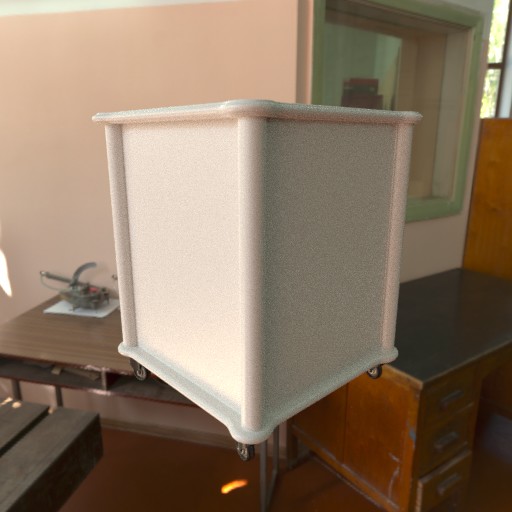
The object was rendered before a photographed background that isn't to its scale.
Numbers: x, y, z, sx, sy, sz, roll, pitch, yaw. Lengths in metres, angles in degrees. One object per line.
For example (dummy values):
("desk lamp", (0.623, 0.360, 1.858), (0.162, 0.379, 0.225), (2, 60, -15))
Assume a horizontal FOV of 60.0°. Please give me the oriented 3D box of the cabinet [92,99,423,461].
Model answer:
("cabinet", (0.000, 0.000, 1.236), (0.628, 0.761, 0.627), (-13, 20, -41))
